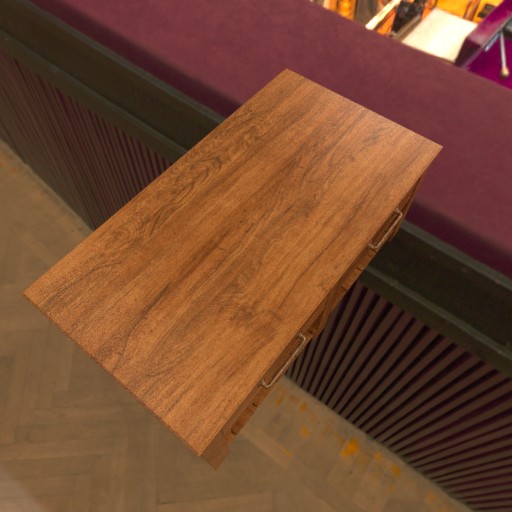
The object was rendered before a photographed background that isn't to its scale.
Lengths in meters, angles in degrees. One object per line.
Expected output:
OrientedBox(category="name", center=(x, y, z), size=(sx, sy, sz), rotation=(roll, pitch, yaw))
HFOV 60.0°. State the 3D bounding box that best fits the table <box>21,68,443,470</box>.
OrientedBox(category="table", center=(0.000, 0.000, 1.474), size=(0.635, 0.480, 1.150), rotation=(34, 65, 18))
